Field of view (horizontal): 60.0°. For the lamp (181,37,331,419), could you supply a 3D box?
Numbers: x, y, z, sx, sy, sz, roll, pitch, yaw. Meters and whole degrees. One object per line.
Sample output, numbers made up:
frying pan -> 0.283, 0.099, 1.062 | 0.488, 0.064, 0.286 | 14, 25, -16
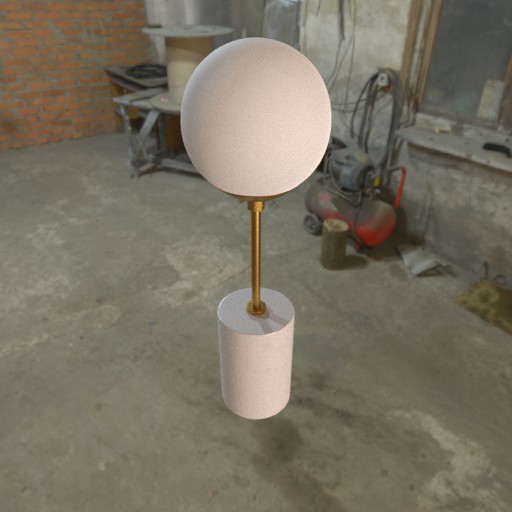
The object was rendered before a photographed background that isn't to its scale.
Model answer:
lamp -> 0.000, 0.000, 0.541 | 0.153, 0.480, 0.153 | 0, 32, 0
